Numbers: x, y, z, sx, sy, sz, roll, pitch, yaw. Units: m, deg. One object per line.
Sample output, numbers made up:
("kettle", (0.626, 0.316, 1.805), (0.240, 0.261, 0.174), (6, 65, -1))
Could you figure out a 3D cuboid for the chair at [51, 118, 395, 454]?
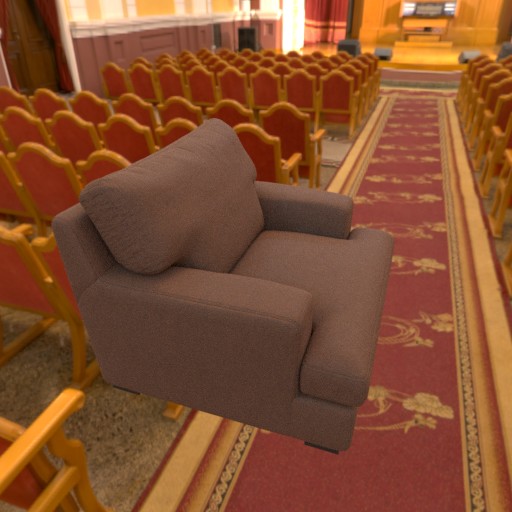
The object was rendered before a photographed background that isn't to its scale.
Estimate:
("chair", (0.000, 0.000, 1.966), (1.143, 0.940, 1.168), (10, 32, 17))
